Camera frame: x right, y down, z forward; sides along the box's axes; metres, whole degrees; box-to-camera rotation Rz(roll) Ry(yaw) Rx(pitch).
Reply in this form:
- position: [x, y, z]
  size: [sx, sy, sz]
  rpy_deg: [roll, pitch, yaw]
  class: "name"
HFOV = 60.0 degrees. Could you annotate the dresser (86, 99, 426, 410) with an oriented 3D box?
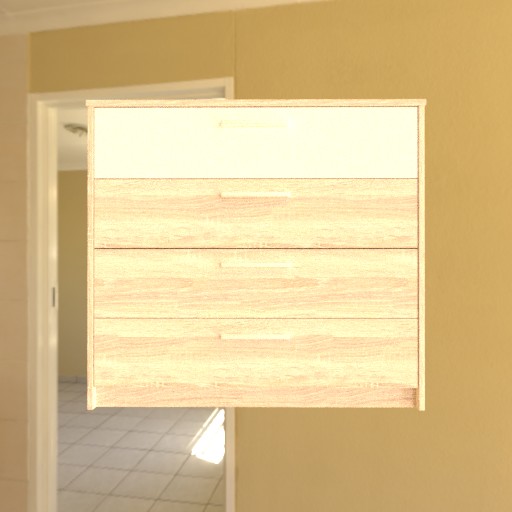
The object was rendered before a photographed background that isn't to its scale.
- position: [0.000, 0.000, 1.451]
  size: [0.980, 0.900, 0.380]
  rpy_deg: [0, 0, 0]
  class: "dresser"
